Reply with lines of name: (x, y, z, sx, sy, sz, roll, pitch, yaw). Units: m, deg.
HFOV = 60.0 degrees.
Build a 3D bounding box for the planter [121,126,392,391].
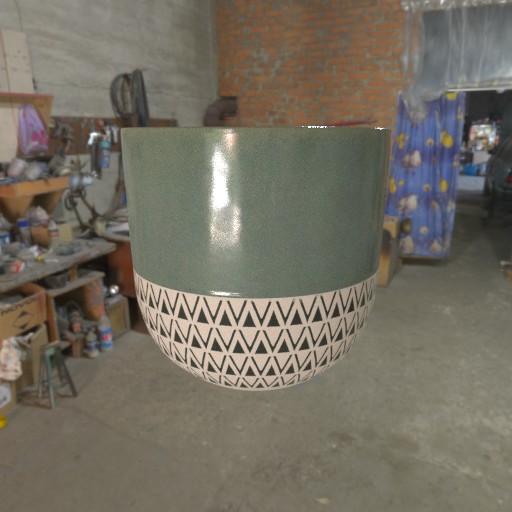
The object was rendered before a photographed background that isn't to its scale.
planter: (0.000, 0.000, 0.488, 0.266, 0.270, 0.266, 0, 15, 0)
